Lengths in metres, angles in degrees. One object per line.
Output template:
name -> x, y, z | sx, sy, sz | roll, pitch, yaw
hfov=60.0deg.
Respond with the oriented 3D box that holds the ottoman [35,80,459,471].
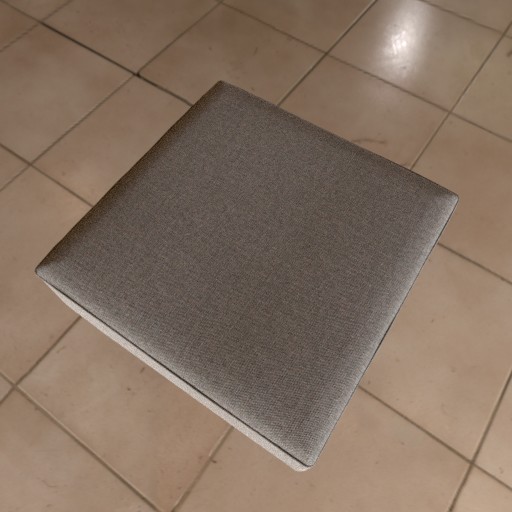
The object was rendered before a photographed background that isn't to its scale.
ottoman -> 0.000, 0.000, 1.575 | 1.023, 0.423, 1.017 | 31, 68, 15
